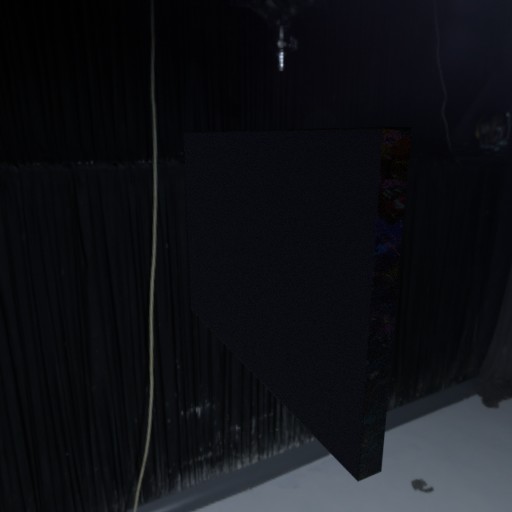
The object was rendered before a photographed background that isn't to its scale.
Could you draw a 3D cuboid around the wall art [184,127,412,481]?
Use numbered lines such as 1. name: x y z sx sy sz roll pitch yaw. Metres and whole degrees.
1. wall art: 0.000 0.000 0.746 0.037 0.406 0.610 -8 17 -26
